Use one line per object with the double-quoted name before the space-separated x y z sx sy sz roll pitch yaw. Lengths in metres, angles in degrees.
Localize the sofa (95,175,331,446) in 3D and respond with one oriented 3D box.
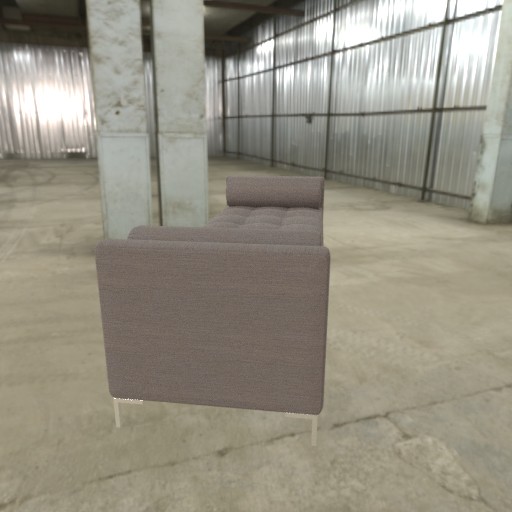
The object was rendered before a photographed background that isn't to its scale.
"sofa" 0.000 0.000 2.260 0.686 0.635 1.981 2 16 8
